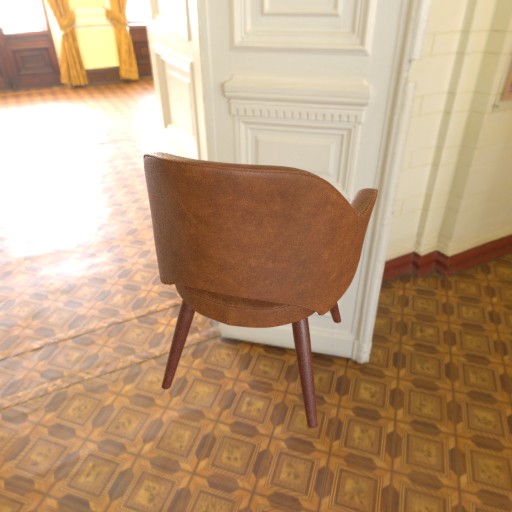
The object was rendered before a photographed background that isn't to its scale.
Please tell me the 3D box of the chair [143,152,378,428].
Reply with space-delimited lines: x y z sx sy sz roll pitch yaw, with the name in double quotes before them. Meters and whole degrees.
"chair" 0.000 0.000 1.236 0.591 0.777 0.640 10 34 15
